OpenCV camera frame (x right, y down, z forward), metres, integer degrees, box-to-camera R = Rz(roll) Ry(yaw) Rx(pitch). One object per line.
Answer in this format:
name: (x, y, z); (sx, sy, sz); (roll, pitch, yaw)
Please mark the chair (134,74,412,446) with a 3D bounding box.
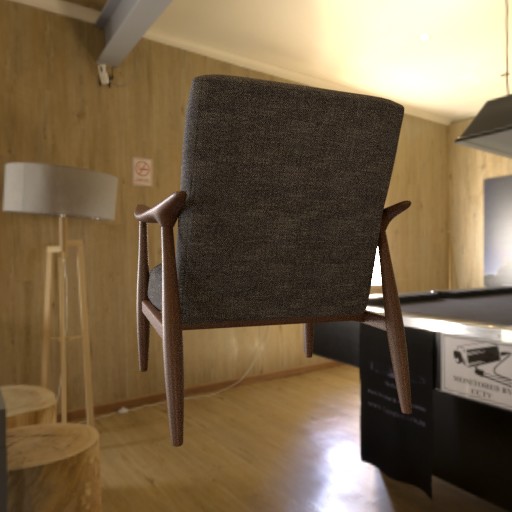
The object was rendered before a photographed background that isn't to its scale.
chair: (0.000, 0.000, 1.418); (0.741, 0.832, 0.798); (0, 1, -19)
